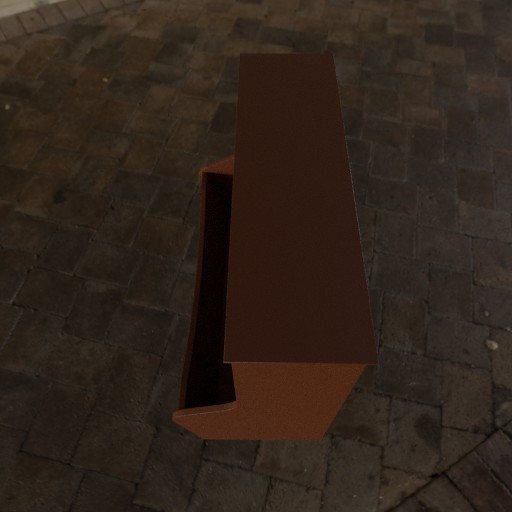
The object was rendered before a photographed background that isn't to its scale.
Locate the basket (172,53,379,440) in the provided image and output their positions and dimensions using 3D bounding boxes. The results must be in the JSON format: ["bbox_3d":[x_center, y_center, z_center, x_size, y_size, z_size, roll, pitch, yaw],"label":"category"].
[{"bbox_3d":[0.000,0.000,1.143,0.376,0.625,0.792,0,57,0],"label":"basket"}]
